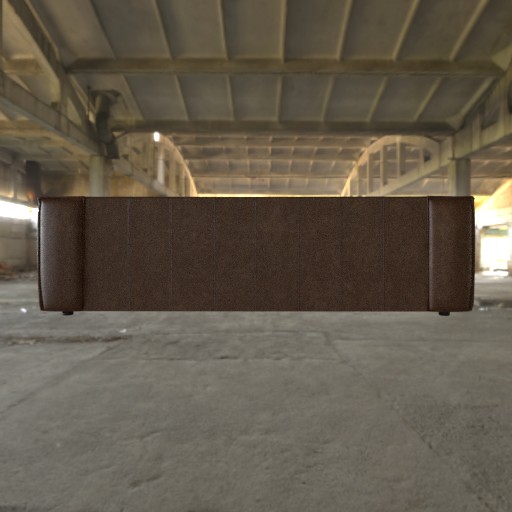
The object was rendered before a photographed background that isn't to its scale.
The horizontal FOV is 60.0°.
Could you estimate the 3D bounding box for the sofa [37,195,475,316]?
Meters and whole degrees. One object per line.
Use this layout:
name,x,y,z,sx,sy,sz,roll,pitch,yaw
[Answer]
sofa,0.000,0.000,3.058,2.581,0.701,1.102,0,0,1
